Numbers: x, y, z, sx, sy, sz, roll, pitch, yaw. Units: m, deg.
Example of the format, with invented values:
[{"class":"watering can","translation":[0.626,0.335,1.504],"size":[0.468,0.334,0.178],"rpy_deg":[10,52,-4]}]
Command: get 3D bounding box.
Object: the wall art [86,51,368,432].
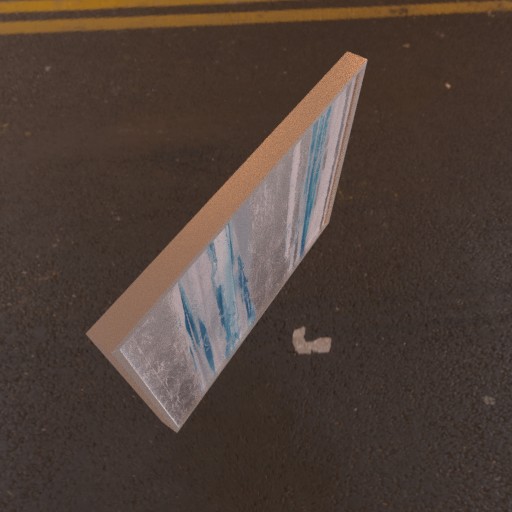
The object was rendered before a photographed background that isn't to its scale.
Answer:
[{"class":"wall art","translation":[0.000,0.000,1.399],"size":[0.066,0.801,1.056],"rpy_deg":[30,63,17]}]
